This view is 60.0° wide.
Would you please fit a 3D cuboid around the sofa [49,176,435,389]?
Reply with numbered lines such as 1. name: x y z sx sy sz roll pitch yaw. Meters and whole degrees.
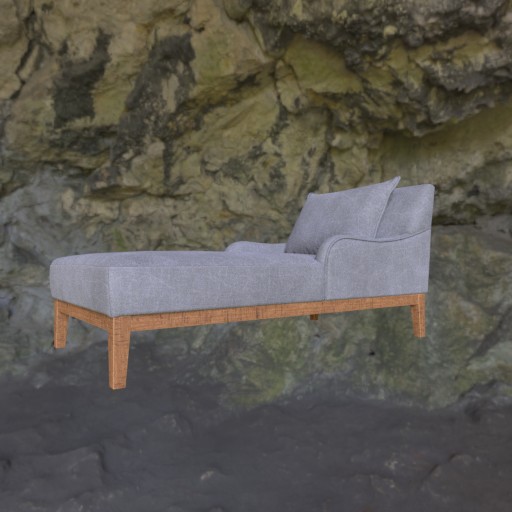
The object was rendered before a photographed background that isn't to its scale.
1. sofa: 0.000 0.000 2.246 1.779 0.859 0.894 0 -1 -36
